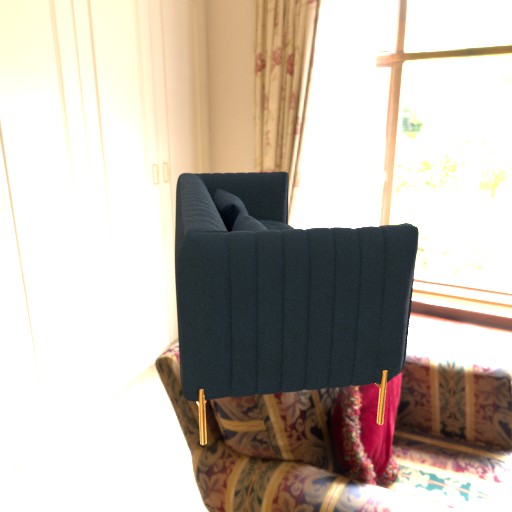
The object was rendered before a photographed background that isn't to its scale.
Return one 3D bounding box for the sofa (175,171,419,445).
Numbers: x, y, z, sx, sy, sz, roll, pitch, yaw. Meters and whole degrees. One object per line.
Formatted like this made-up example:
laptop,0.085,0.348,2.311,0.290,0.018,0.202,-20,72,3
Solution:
sofa,0.000,0.000,2.563,0.896,0.793,2.136,-3,16,-9
